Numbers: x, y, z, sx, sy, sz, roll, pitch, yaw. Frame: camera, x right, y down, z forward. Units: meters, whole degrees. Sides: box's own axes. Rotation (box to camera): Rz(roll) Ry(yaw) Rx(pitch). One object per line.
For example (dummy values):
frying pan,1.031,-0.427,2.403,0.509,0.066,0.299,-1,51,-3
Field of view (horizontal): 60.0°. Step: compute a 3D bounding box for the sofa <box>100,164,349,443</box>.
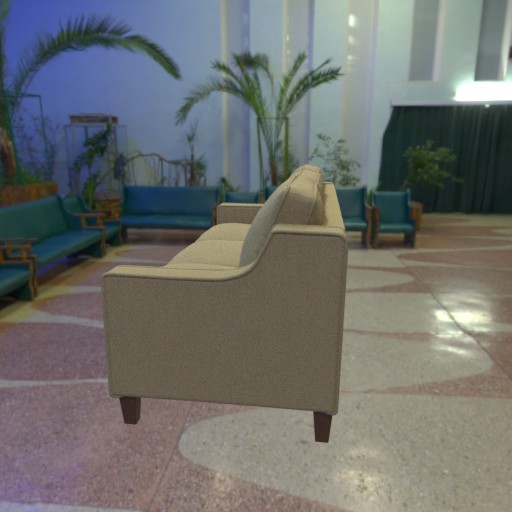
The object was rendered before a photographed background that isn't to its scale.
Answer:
sofa,0.000,0.000,2.555,0.911,0.974,1.986,2,14,8
